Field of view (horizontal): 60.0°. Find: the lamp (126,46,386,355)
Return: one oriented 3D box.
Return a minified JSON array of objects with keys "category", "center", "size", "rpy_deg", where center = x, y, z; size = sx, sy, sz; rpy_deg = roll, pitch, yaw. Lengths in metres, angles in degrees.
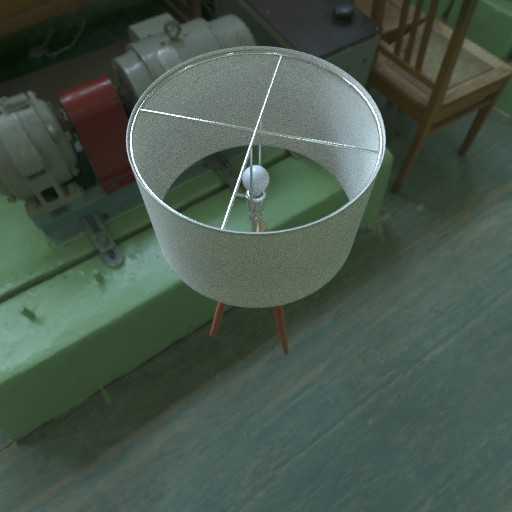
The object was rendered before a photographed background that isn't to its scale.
[{"category":"lamp","center":[0.000,0.000,0.917],"size":[0.355,0.709,0.354],"rpy_deg":[-32,65,-17]}]
